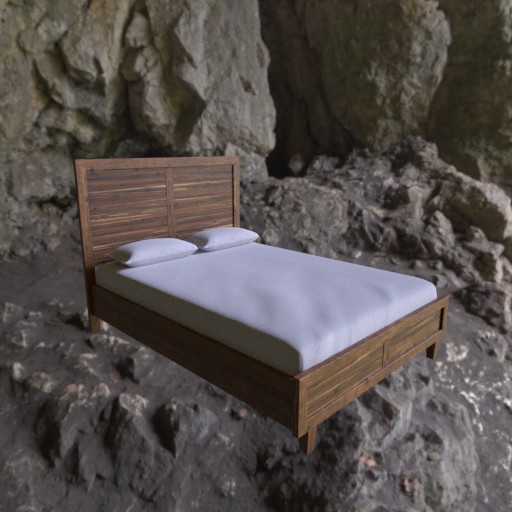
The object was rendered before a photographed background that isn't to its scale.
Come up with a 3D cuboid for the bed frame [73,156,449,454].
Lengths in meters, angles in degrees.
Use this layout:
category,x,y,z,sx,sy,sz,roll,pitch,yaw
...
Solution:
category,x,y,z,sx,sy,sz,roll,pitch,yaw
bed frame,0.000,0.000,3.361,1.696,1.417,2.276,-14,19,-43
